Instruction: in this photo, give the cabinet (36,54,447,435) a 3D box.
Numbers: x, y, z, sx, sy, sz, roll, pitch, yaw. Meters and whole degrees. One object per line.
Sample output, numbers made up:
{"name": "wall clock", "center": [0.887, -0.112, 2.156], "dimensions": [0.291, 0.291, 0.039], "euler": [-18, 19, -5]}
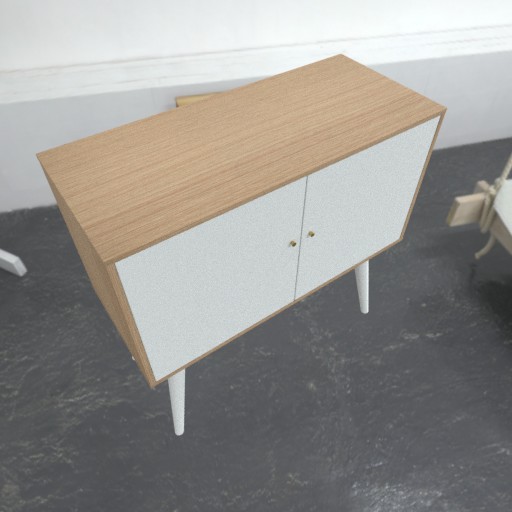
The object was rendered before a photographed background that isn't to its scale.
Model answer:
{"name": "cabinet", "center": [0.000, 0.000, 1.589], "dimensions": [1.057, 1.016, 0.470], "euler": [-27, 53, -23]}
